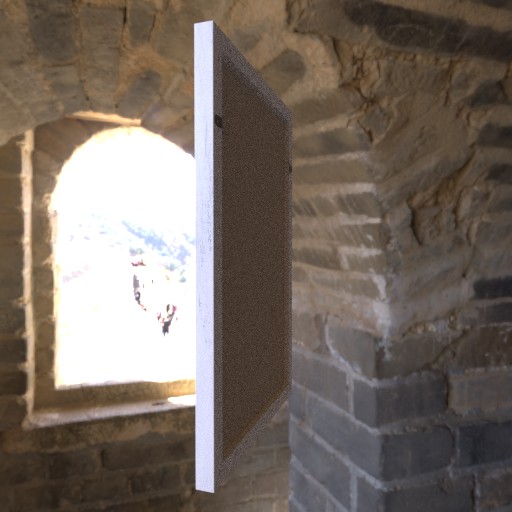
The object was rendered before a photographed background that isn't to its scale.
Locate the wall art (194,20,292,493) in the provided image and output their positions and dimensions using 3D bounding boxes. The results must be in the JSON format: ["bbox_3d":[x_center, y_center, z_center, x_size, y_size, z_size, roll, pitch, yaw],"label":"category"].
[{"bbox_3d":[0.000,0.000,1.157,0.043,0.914,0.624,0,1,19],"label":"wall art"}]
